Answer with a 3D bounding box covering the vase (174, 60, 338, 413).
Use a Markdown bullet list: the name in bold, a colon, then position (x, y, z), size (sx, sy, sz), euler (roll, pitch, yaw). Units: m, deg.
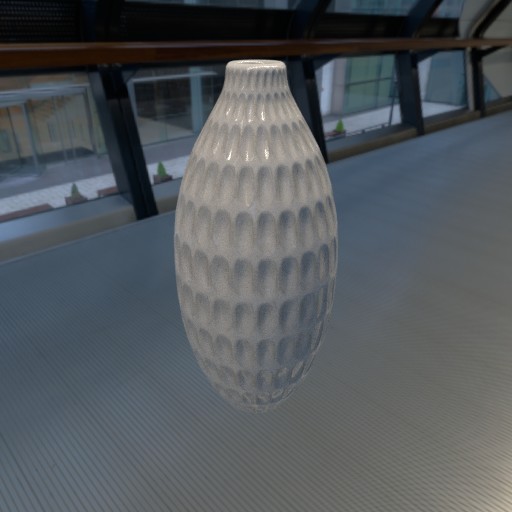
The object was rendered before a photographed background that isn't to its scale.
- **vase**: position (0.000, 0.000, 0.351), size (0.127, 0.282, 0.127), euler (0, 28, 0)
